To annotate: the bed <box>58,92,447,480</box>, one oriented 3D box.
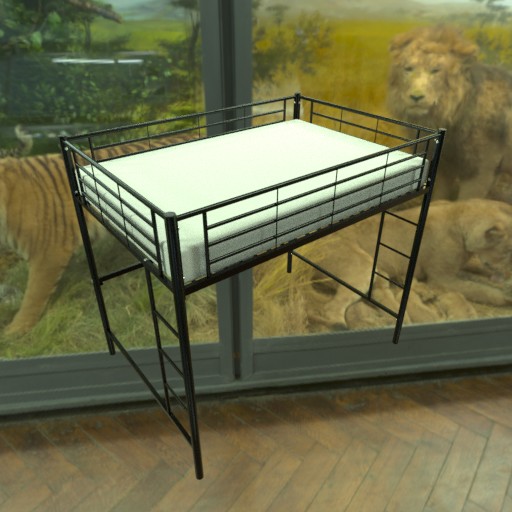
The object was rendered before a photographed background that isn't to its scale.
[{"bbox_3d":[0.000,0.000,3.218,1.994,1.803,1.397,-22,38,-31],"label":"bed"}]
